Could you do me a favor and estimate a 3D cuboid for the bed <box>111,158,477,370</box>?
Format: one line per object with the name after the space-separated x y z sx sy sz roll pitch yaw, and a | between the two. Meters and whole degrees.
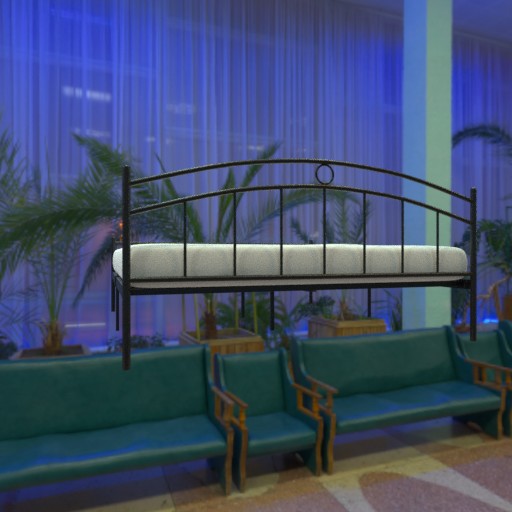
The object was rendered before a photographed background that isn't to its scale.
0.000 0.000 3.095 1.880 0.940 2.040 0 0 -19 | bed
